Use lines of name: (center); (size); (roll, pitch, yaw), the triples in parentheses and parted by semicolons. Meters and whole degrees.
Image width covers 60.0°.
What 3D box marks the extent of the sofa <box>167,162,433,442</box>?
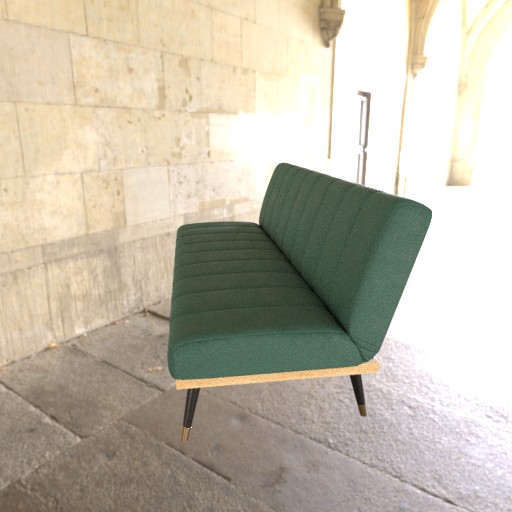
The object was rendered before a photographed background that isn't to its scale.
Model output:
sofa: (0.000, 0.000, 2.243); (0.830, 0.820, 1.810); (-2, 16, -9)
